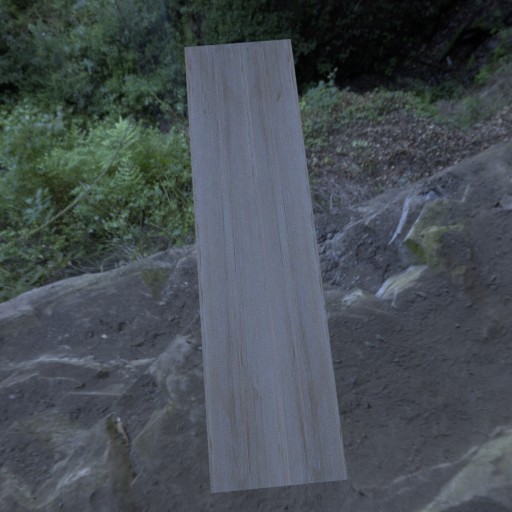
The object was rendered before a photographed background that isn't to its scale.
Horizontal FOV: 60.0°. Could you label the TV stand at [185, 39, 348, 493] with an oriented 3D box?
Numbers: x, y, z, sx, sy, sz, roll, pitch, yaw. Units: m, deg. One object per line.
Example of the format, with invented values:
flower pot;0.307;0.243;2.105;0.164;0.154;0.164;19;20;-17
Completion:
TV stand;0.000;0.000;1.817;0.420;0.550;1.600;-5;76;-1
